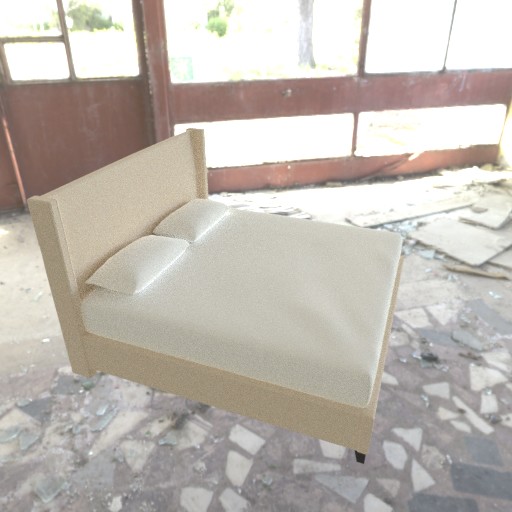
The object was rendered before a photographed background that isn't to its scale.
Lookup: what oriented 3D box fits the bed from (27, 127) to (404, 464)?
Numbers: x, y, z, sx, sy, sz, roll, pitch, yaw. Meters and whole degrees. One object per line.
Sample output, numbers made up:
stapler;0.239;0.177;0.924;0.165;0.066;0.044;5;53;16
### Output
bed;0.000;0.000;3.664;2.293;1.471;2.145;10;30;18
